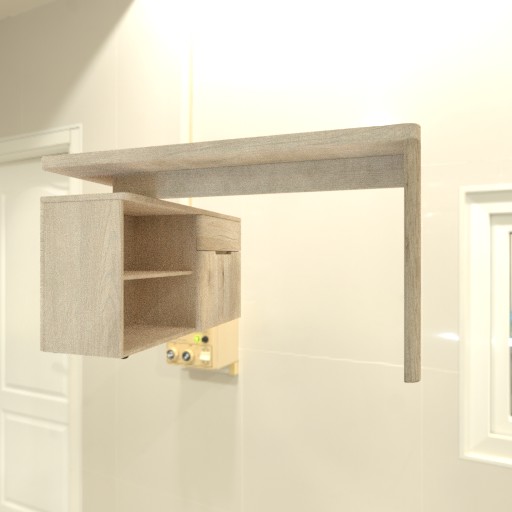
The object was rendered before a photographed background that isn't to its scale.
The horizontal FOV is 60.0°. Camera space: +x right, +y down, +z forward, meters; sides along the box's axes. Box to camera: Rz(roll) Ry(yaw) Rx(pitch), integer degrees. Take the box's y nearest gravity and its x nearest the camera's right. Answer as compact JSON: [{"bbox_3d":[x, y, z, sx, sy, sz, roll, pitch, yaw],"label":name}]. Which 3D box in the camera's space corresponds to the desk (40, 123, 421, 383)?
[{"bbox_3d":[0.000,0.000,2.049,1.400,0.770,1.175,0,0,19],"label":"desk"}]
